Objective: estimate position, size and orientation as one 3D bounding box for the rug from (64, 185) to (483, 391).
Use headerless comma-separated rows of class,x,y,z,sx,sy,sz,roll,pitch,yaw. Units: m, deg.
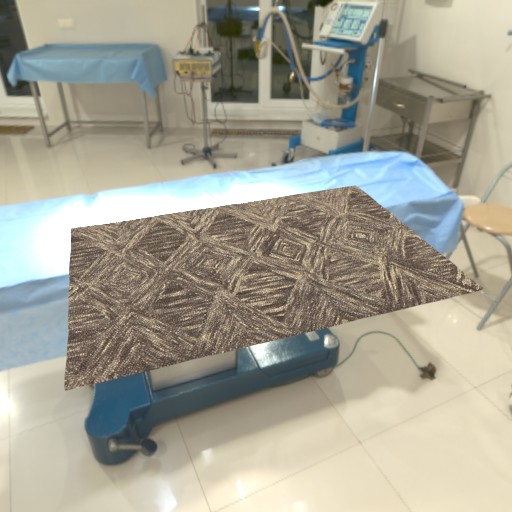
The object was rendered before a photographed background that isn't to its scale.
rug,0.000,0.000,2.260,1.814,0.012,1.186,-11,35,-15
